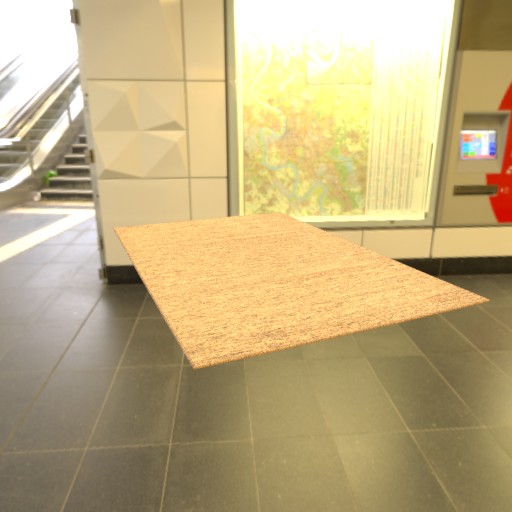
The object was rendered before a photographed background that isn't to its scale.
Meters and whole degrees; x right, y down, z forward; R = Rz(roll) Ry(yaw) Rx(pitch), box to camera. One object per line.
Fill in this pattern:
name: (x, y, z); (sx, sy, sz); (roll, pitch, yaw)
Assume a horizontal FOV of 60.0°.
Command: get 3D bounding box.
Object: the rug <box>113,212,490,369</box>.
rug: (0.000, 0.000, 2.334); (1.225, 0.013, 1.840); (-8, 19, -23)
